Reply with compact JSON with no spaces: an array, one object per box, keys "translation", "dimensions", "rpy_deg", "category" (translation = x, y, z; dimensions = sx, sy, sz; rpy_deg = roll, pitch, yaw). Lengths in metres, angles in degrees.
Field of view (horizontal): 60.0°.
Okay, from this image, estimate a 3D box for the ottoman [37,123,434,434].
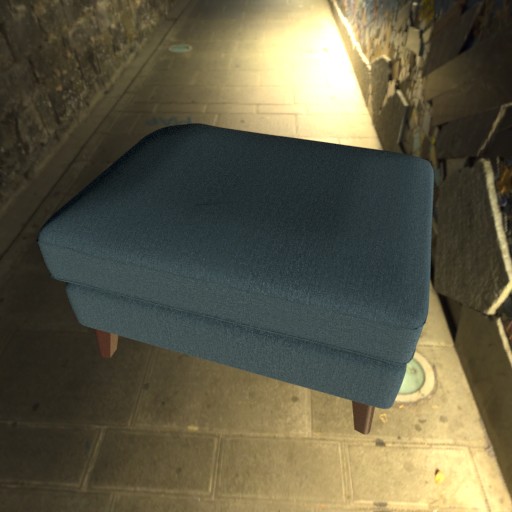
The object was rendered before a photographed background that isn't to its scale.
[{"translation":[0.000,0.000,1.215],"dimensions":[0.835,0.503,0.629],"rpy_deg":[12,42,14],"category":"ottoman"}]
